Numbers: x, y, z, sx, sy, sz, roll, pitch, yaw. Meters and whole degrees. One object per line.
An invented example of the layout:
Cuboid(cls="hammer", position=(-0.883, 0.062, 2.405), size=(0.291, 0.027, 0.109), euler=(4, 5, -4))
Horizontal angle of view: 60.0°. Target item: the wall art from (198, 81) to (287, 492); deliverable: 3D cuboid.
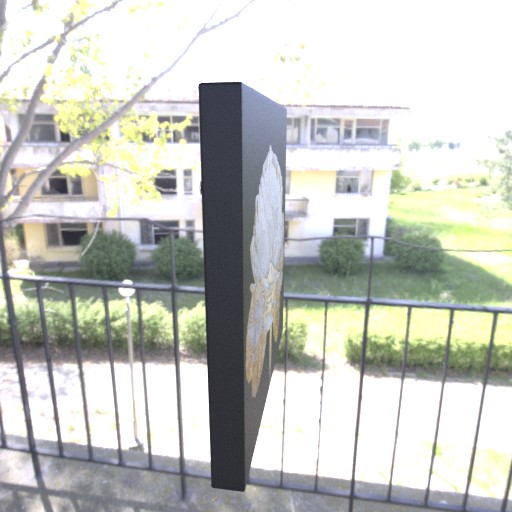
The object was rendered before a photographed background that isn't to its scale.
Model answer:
Cuboid(cls="wall art", position=(0.000, 0.000, 0.608), size=(0.041, 0.407, 0.406), euler=(2, 16, 9))
